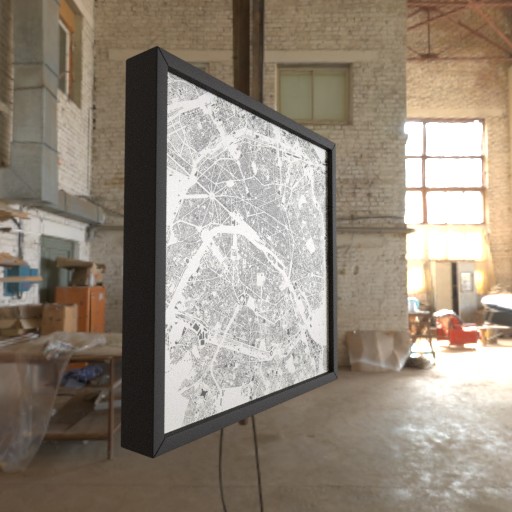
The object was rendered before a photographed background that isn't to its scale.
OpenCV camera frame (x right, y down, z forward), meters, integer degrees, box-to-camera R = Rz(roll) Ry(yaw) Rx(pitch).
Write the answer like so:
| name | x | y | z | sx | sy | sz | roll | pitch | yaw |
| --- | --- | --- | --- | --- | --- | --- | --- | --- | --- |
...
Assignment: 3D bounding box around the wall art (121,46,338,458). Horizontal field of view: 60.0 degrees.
| name | x | y | z | sx | sy | sz | roll | pitch | yaw |
| --- | --- | --- | --- | --- | --- | --- | --- | --- | --- |
| wall art | 0.000 | 0.000 | 0.460 | 0.037 | 0.305 | 0.305 | -2 | -3 | 36 |
